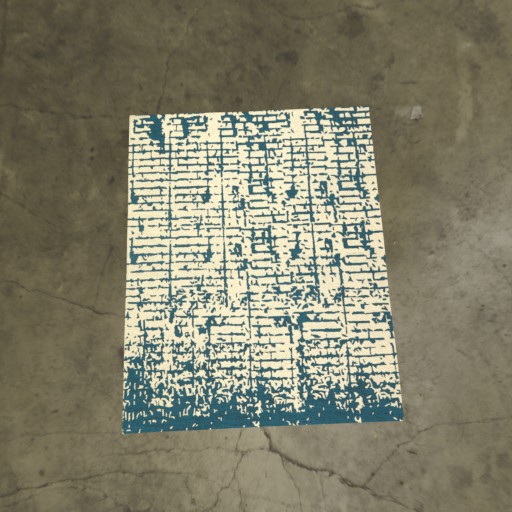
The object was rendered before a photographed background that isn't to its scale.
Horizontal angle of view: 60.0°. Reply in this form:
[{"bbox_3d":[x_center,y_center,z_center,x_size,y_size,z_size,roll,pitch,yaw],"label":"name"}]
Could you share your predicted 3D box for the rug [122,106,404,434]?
[{"bbox_3d":[0.000,0.000,4.136,2.416,0.014,3.017,-2,77,-1],"label":"rug"}]
